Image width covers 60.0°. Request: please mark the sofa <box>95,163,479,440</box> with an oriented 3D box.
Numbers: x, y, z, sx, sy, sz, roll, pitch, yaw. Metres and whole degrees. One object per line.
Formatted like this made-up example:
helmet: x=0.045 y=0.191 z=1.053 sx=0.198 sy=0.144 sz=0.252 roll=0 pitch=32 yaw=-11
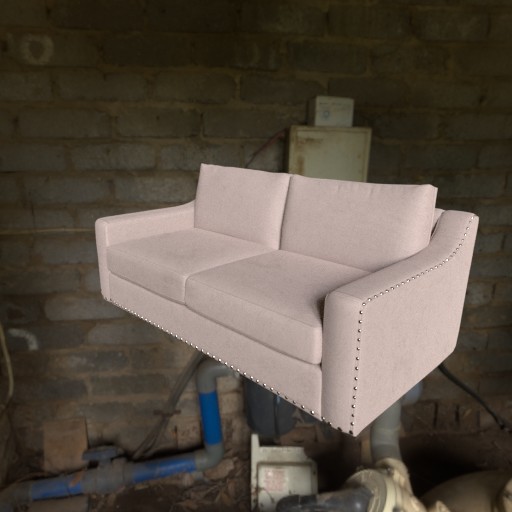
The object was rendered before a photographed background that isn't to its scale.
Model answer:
sofa: x=0.000 y=0.000 z=2.495 sx=1.030 sy=0.901 sz=1.967 roll=-16 pitch=22 yaw=-43
